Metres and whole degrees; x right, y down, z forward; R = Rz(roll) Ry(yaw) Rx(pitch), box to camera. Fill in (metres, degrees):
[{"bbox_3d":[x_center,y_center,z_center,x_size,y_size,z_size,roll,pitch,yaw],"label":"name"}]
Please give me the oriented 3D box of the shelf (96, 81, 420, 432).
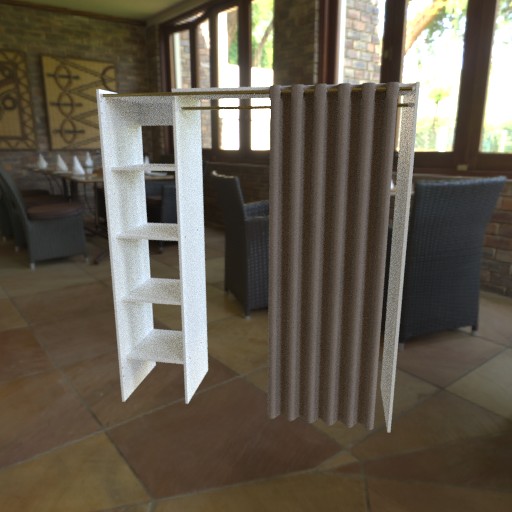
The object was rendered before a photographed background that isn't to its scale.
[{"bbox_3d":[0.000,0.000,2.586,1.600,1.820,0.500,3,14,11],"label":"shelf"}]
